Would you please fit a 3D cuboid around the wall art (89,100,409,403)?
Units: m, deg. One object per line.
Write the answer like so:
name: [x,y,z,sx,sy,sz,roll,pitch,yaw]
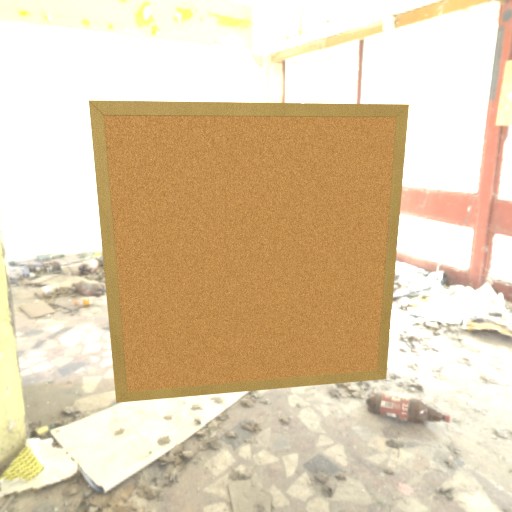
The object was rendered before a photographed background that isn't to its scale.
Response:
wall art: [0.000,0.000,0.777,0.508,0.508,0.038,-2,15,-9]
